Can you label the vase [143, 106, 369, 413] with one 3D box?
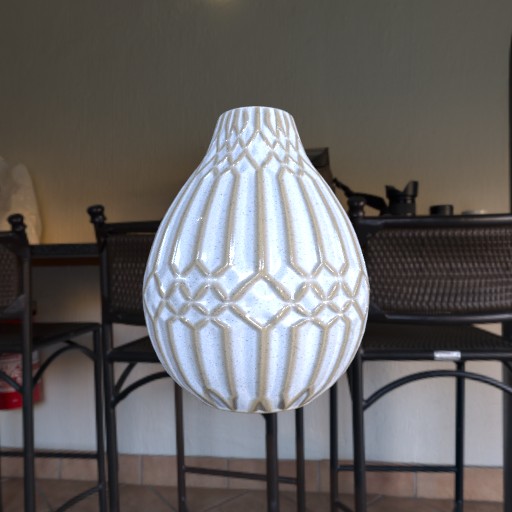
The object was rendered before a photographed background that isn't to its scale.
[{"bbox_3d":[0.000,0.000,0.321,0.159,0.200,0.159,0,0,0],"label":"vase"}]
